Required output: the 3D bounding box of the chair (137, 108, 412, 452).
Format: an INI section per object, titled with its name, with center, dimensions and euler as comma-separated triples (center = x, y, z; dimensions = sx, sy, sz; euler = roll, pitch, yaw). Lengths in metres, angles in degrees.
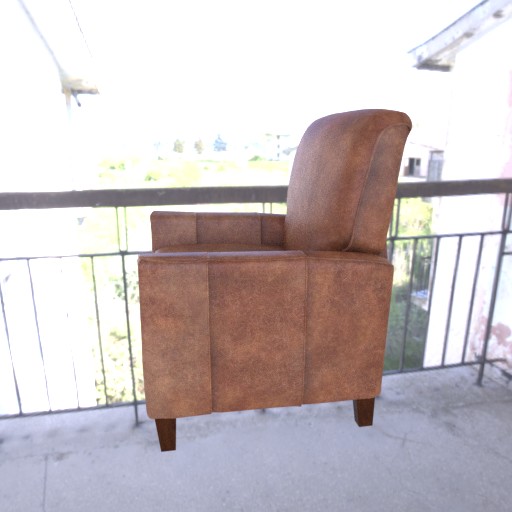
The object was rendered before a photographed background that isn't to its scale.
[chair]
center = 0.000, 0.000, 1.666
dimensions = 0.836, 1.043, 0.843
euler = -3, 15, -10
